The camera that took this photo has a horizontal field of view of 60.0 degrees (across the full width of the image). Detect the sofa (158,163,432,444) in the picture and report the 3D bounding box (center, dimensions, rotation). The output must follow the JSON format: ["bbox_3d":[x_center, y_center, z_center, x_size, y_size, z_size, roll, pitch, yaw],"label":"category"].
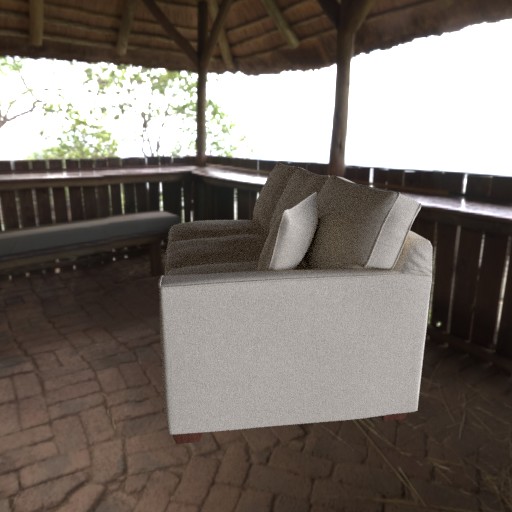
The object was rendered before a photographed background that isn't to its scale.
[{"bbox_3d":[0.000,0.000,2.530,1.034,0.946,1.963,-2,15,-9],"label":"sofa"}]
